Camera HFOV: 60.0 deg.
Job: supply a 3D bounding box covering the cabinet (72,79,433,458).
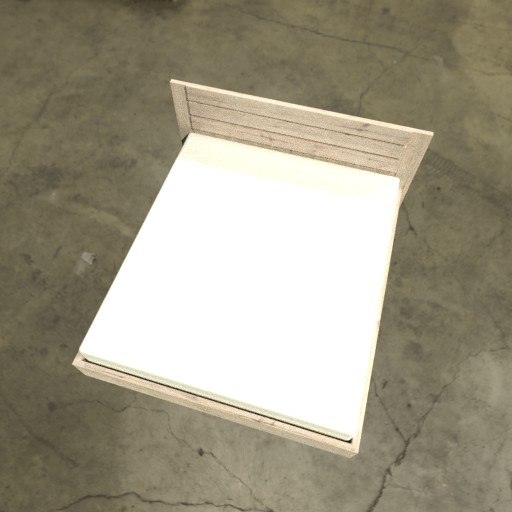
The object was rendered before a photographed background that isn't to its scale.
[{"bbox_3d":[0.000,0.000,3.117,1.950,0.970,2.080,14,61,8],"label":"cabinet"}]
